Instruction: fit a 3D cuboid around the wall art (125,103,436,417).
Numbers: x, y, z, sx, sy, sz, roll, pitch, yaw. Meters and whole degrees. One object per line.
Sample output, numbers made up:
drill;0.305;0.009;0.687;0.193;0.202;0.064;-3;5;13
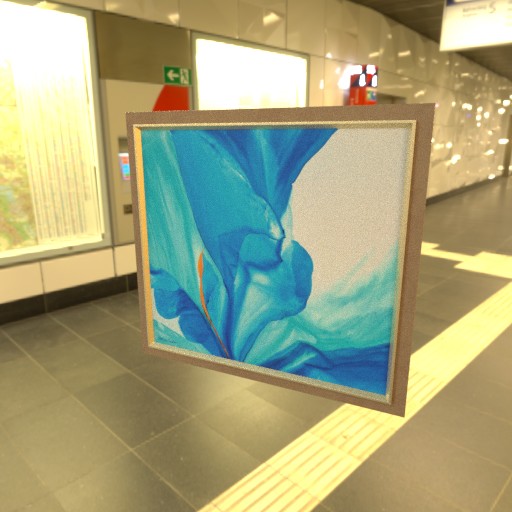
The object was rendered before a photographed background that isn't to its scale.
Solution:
wall art;0.000;0.000;1.684;1.168;1.067;0.025;7;16;24
